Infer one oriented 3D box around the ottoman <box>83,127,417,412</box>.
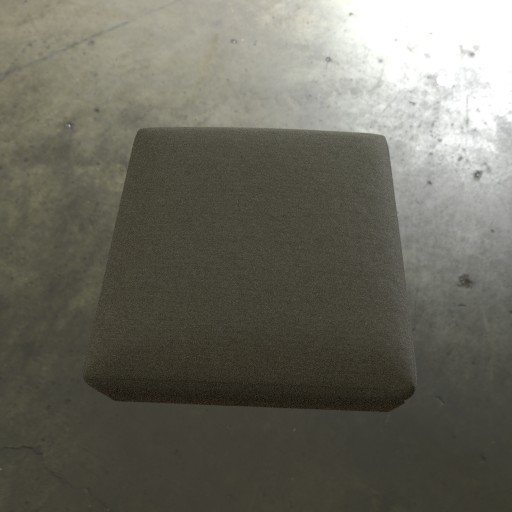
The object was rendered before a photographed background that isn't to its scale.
[{"bbox_3d":[0.000,0.000,1.661,1.041,0.470,1.041,2,62,1],"label":"ottoman"}]
